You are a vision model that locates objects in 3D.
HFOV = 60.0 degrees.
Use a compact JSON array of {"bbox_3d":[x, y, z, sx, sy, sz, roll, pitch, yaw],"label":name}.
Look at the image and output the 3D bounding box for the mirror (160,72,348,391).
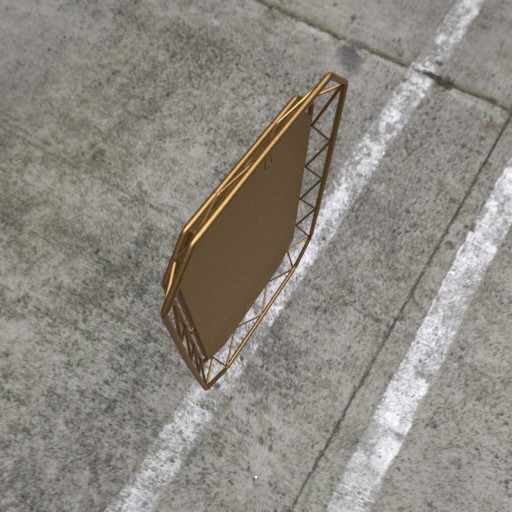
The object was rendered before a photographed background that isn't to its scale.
[{"bbox_3d":[0.000,0.000,0.735,0.042,0.566,0.417,30,67,14],"label":"mirror"}]
